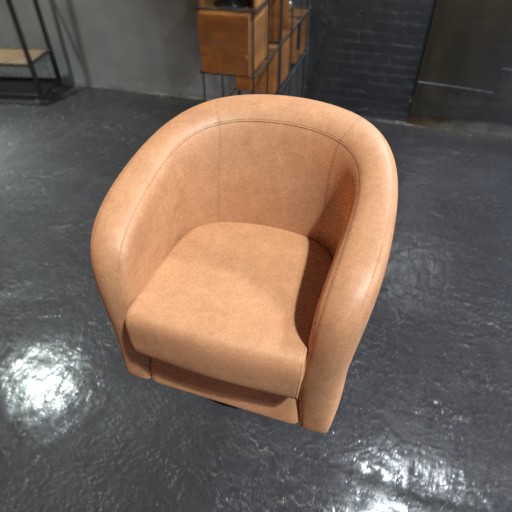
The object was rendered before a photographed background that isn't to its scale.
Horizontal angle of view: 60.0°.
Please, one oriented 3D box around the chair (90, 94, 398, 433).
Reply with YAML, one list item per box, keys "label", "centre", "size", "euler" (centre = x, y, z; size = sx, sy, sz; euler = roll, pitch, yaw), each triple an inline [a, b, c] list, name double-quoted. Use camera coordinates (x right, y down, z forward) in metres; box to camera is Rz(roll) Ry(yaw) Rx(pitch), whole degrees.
- label: "chair"
  centre: [0.000, 0.000, 1.446]
  size: [0.791, 0.771, 0.815]
  euler: [12, 43, 14]
